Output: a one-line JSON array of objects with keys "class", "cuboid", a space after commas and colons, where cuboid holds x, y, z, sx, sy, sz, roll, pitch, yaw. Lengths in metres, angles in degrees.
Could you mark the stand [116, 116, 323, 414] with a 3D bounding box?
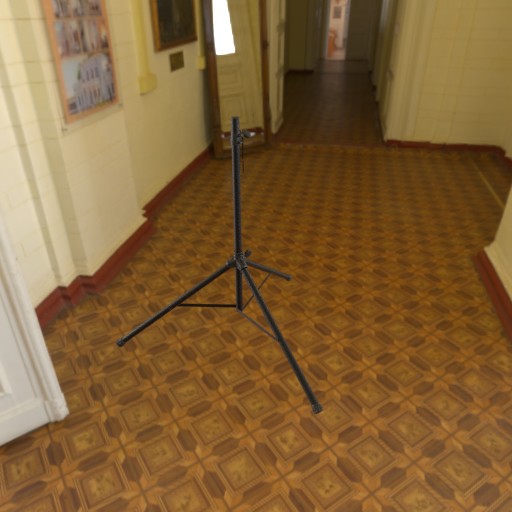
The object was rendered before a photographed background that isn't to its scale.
[{"class": "stand", "cuboid": [0.000, 0.000, 2.742, 1.596, 1.595, 1.339, -18, 34, -29]}]
